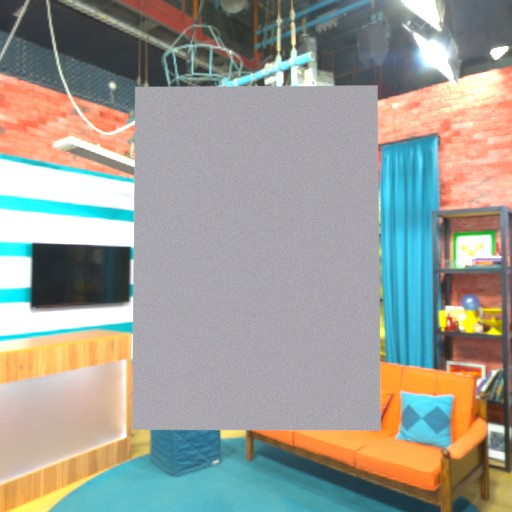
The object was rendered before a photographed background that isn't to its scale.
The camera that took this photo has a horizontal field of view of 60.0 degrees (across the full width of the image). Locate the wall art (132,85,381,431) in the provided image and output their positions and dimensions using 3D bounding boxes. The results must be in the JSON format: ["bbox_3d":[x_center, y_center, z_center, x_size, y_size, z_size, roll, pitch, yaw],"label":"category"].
[{"bbox_3d":[0.000,0.000,0.692,0.381,0.533,0.013,0,-2,1],"label":"wall art"}]
